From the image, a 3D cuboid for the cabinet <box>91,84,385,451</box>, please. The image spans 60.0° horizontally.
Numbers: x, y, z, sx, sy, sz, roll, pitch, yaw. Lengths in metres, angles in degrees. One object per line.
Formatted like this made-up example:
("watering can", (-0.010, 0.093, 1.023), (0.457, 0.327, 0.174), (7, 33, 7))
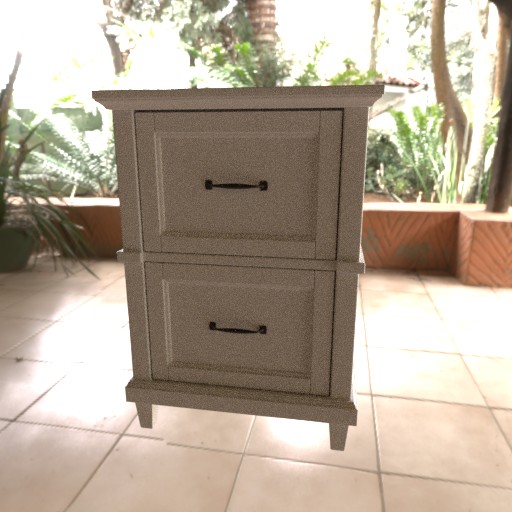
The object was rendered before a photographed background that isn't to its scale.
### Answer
("cabinet", (0.000, 0.000, 1.161), (0.544, 0.775, 0.547), (3, 15, 10))
